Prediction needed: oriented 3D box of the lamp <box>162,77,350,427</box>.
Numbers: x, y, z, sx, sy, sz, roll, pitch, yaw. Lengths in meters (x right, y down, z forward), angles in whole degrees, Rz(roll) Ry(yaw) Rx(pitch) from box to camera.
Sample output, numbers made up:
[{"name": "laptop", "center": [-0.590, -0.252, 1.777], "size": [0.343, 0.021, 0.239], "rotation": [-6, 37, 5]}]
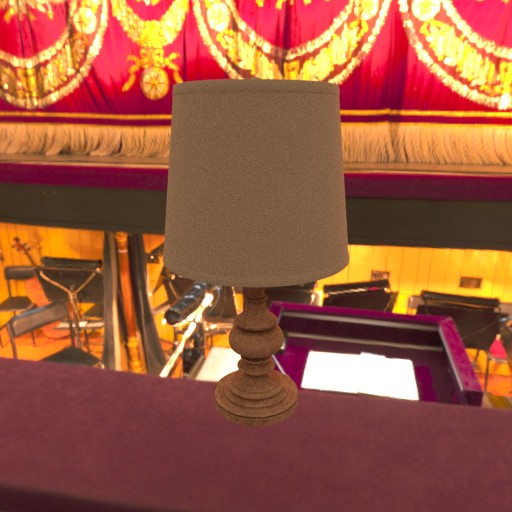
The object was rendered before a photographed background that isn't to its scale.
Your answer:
[{"name": "lamp", "center": [0.000, 0.000, 0.660], "size": [0.273, 0.497, 0.273], "rotation": [0, 17, 0]}]
